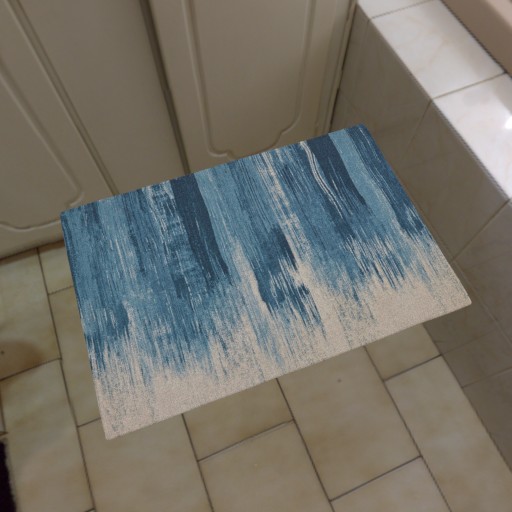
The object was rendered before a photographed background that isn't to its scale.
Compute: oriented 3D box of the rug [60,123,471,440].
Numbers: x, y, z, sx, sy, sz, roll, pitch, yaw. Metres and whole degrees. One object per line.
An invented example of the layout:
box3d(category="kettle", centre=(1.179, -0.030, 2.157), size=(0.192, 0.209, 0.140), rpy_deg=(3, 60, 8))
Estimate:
box3d(category="rug", centre=(0.000, 0.000, 2.298), size=(1.836, 0.009, 1.232), rpy_deg=(-18, 66, -8))
